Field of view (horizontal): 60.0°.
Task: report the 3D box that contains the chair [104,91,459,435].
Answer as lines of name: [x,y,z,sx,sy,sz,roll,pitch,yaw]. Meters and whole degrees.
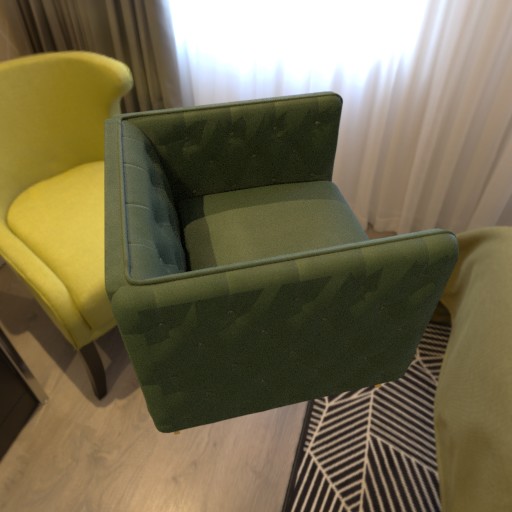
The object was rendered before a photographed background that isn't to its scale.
chair: [0.000,0.000,1.545,0.855,0.768,0.917,-10,46,-10]
